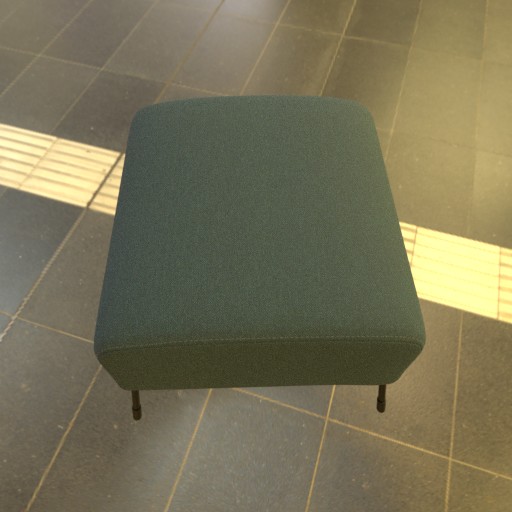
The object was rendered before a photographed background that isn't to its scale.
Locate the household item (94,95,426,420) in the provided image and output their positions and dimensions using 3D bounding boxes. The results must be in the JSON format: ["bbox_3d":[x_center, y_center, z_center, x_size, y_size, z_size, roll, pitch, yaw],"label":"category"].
[{"bbox_3d":[0.000,0.000,0.888,0.530,0.420,0.530,-1,58,-1],"label":"household item"}]
